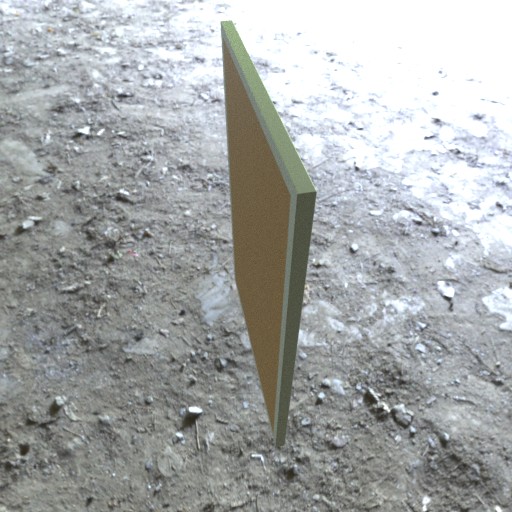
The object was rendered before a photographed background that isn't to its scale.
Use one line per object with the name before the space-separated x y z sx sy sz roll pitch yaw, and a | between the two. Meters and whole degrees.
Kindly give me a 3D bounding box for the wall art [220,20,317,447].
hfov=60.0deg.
wall art | 0.000 0.000 0.539 0.013 0.433 0.303 -9 48 -8
